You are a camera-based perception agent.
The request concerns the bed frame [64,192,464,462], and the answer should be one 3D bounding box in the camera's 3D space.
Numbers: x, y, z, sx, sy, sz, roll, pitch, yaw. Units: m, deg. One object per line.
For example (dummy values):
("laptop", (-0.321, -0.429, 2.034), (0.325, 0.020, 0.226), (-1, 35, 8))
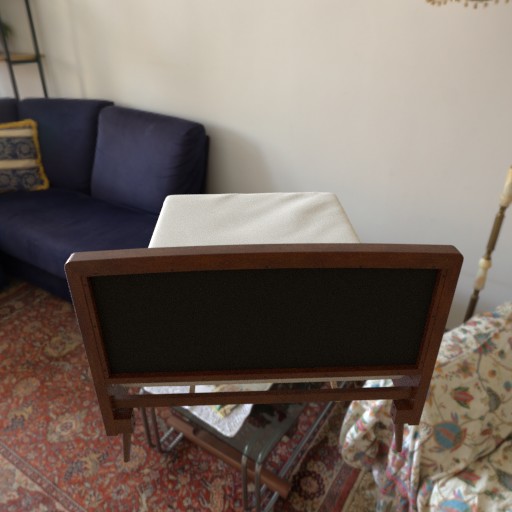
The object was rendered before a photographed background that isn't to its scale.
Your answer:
("bed frame", (0.000, 0.000, 2.985), (1.587, 1.279, 2.171), (-1, 30, -2))
